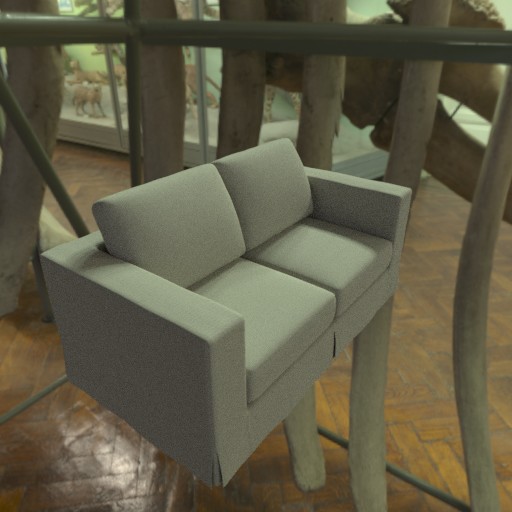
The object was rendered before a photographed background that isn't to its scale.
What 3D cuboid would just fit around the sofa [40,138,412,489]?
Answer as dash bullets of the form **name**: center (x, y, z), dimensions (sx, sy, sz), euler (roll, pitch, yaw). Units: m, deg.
- **sofa**: center (0.000, 0.000, 2.349), dimensions (1.009, 0.932, 1.813), euler (19, 34, 32)
